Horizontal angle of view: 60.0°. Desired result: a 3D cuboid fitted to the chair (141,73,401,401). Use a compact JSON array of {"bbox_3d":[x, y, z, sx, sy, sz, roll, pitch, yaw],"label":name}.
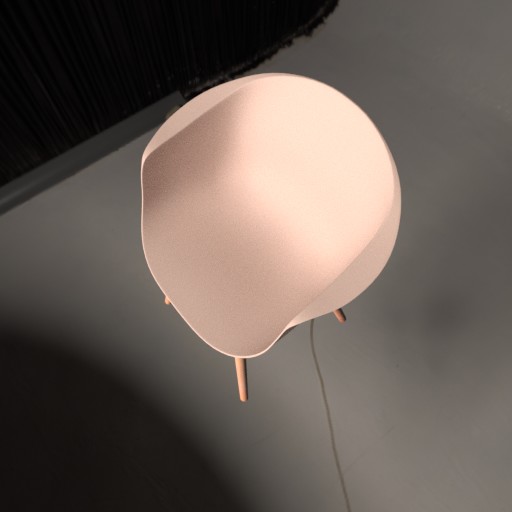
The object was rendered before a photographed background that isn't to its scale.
[{"bbox_3d":[0.000,0.000,1.178,0.504,0.781,0.593,-36,68,-17],"label":"chair"}]
